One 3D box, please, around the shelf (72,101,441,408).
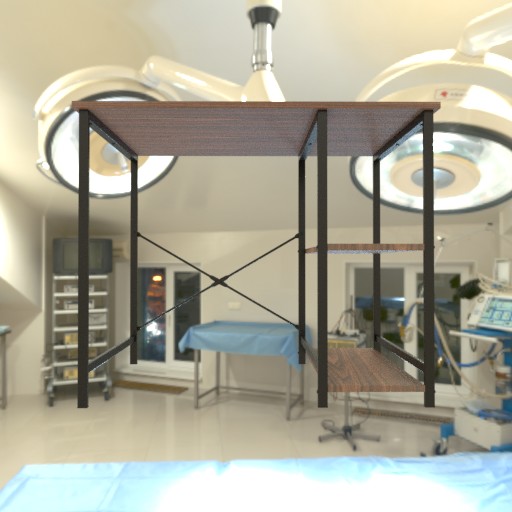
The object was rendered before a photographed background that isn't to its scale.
[{"bbox_3d":[0.000,0.000,1.327,0.902,0.750,0.498,0,-1,0],"label":"shelf"}]
